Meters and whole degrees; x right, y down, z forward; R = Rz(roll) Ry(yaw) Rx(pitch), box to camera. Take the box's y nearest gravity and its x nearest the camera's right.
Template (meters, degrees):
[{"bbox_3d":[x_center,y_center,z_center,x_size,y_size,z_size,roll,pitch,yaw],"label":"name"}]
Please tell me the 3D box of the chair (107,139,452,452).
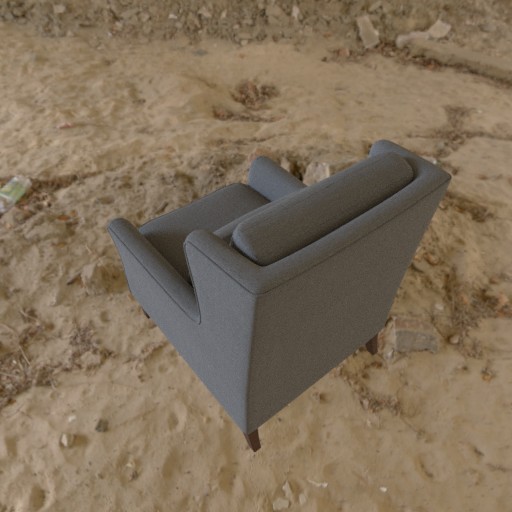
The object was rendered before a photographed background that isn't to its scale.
[{"bbox_3d":[0.000,0.000,1.852,0.866,1.056,1.040,-29,51,-27],"label":"chair"}]
